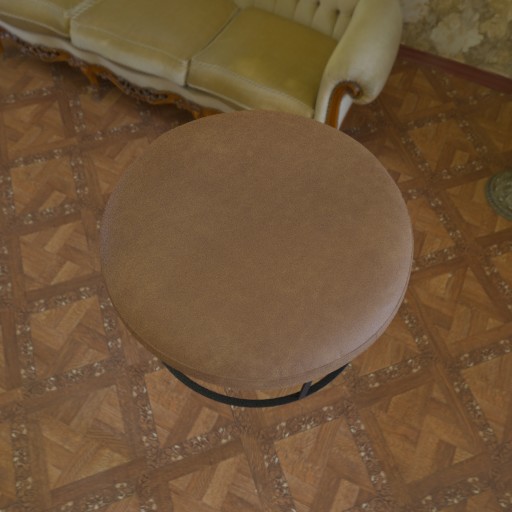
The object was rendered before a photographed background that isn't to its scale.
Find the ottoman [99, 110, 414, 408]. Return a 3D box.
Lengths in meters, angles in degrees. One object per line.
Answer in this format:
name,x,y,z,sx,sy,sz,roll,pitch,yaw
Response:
ottoman,0.000,0.000,1.234,0.771,0.460,0.771,0,62,0
